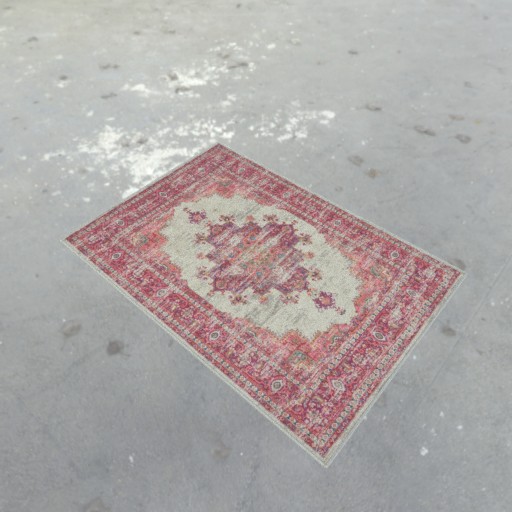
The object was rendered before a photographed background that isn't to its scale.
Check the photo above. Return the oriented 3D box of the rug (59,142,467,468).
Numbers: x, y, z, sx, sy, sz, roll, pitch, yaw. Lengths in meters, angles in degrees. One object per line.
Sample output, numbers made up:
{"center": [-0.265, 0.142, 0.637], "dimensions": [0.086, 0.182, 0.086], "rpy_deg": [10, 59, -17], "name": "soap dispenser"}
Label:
{"center": [0.000, 0.000, 2.291], "dimensions": [1.747, 0.011, 1.217], "rpy_deg": [33, 56, 26], "name": "rug"}
